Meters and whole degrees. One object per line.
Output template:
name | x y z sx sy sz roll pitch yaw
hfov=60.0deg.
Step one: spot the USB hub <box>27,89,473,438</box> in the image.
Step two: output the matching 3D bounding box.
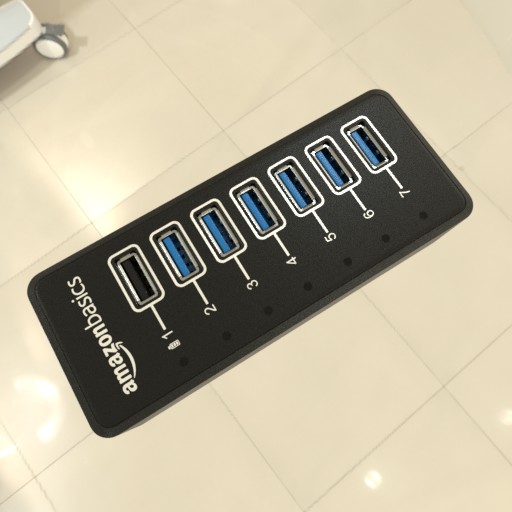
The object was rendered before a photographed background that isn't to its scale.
USB hub | 0.000 0.000 0.123 0.110 0.023 0.044 -31 77 -8
